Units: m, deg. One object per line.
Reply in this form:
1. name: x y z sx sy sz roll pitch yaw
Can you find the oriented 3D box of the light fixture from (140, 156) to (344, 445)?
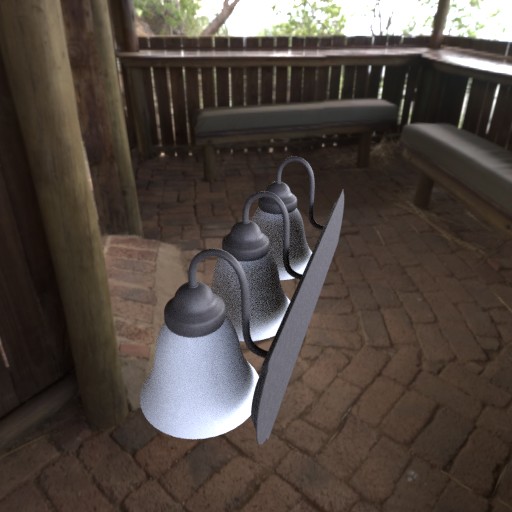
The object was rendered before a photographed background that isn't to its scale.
1. light fixture: 0.000 0.000 0.712 0.199 0.222 0.610 9 30 16
